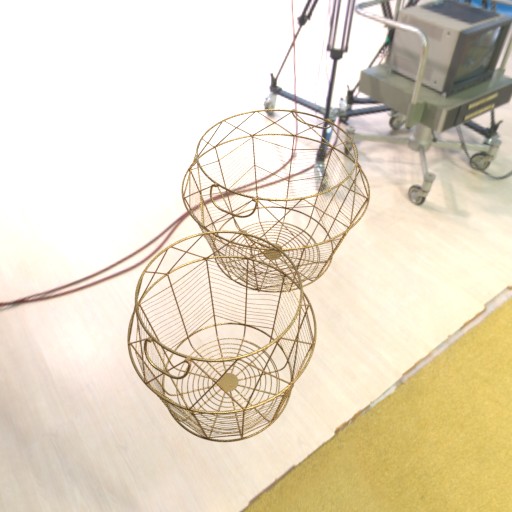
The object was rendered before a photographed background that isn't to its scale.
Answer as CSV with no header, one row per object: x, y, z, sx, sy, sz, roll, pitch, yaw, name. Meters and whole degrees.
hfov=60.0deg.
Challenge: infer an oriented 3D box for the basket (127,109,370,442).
0.000,0.000,1.006,0.451,0.343,0.805,11,47,10,basket
